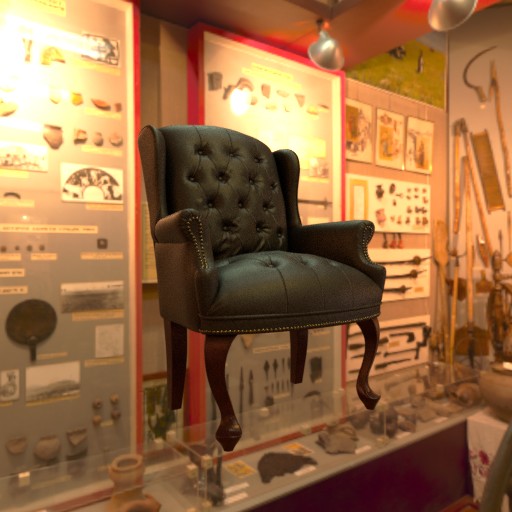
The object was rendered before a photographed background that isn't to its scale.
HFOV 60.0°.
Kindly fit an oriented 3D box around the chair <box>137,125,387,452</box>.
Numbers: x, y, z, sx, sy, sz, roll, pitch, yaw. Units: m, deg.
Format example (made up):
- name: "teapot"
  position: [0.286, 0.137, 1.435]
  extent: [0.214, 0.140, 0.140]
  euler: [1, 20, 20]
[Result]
- name: "chair"
  position: [0.000, 0.000, 1.689]
  extent: [0.838, 1.111, 0.762]
  euler: [0, 0, -34]
